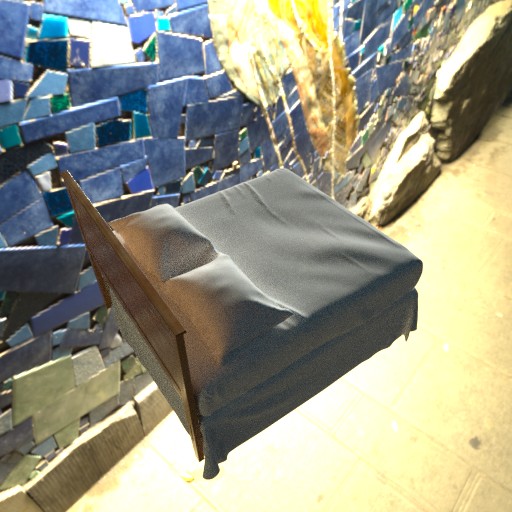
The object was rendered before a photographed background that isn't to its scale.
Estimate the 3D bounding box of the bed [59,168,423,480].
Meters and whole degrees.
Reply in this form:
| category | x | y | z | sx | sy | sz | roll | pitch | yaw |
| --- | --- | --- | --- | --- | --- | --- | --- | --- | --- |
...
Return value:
| category | x | y | z | sx | sy | sz | roll | pitch | yaw |
| --- | --- | --- | --- | --- | --- | --- | --- | --- | --- |
| bed | 0.000 | 0.000 | 3.247 | 2.035 | 1.273 | 1.870 | -25 | 47 | -26 |
